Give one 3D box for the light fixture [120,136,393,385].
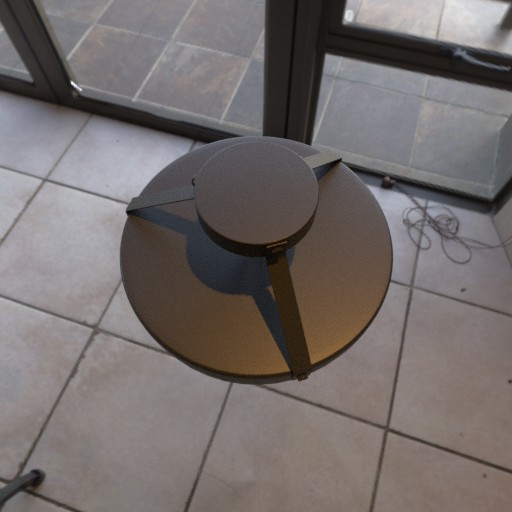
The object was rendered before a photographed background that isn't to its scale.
[{"bbox_3d":[0.000,0.000,0.528,0.304,0.269,0.304,0,63,0],"label":"light fixture"}]
